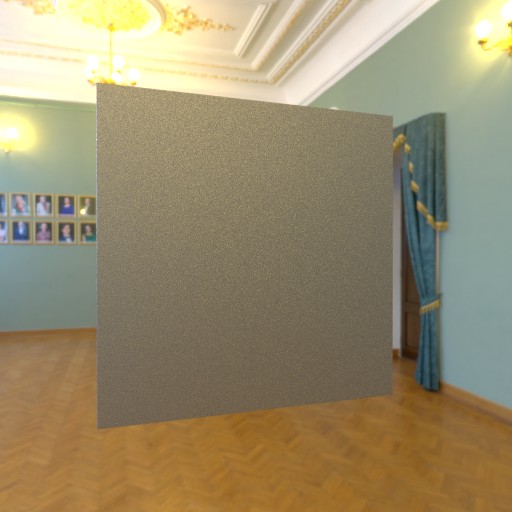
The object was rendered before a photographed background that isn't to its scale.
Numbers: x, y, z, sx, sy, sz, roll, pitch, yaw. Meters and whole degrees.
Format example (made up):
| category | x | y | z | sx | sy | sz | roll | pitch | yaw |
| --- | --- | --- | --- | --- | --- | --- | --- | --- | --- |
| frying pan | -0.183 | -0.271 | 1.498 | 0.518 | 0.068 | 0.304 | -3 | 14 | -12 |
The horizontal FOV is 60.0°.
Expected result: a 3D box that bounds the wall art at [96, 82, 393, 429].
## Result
| category | x | y | z | sx | sy | sz | roll | pitch | yaw |
| --- | --- | --- | --- | --- | --- | --- | --- | --- | --- |
| wall art | 0.000 | 0.000 | 0.519 | 0.350 | 0.350 | 0.038 | 0 | 0 | -18 |
